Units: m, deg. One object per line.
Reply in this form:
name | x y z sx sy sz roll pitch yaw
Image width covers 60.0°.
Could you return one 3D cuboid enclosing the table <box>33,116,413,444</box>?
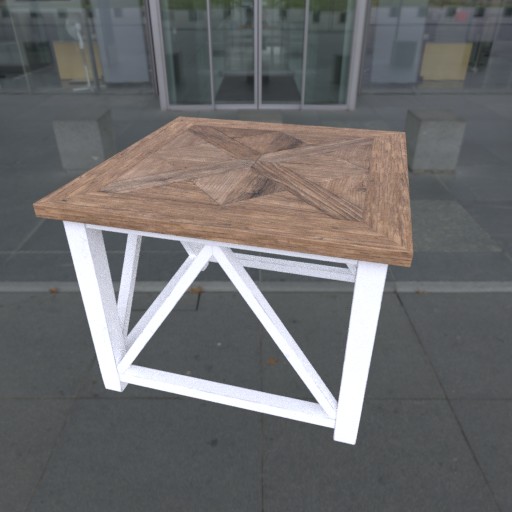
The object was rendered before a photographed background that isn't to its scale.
table | 0.000 0.000 1.199 0.700 0.532 0.700 8 32 13
